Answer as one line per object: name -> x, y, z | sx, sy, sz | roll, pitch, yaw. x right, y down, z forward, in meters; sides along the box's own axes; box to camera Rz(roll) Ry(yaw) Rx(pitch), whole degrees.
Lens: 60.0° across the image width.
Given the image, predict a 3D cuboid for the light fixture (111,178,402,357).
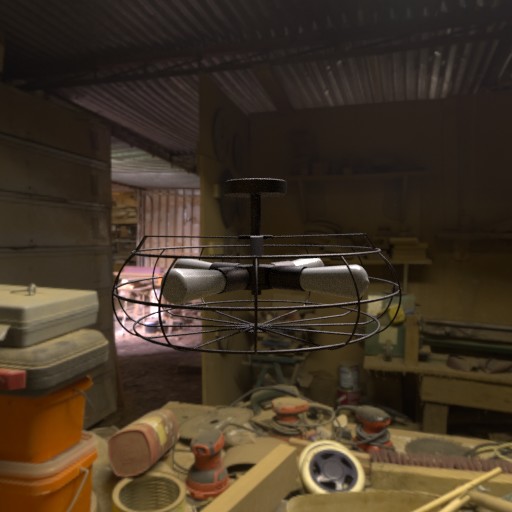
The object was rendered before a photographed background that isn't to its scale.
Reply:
light fixture -> 0.000, 0.000, 0.931 | 0.582, 0.311, 0.582 | 0, 2, 0
